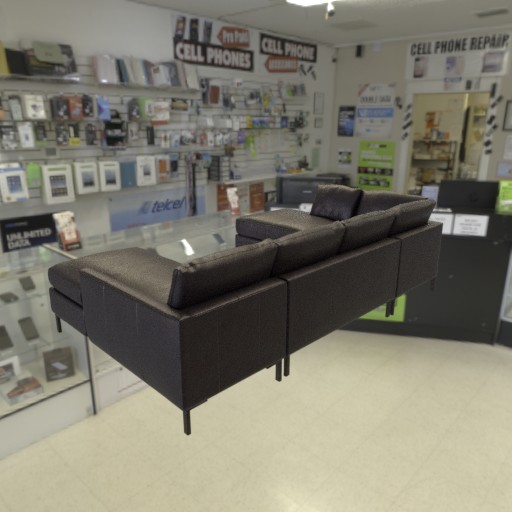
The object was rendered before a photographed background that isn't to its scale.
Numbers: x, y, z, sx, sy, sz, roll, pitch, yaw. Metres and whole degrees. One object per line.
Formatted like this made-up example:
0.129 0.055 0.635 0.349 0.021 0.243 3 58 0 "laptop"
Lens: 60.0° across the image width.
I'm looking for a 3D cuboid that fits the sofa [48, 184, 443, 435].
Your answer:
0.000 0.000 3.740 2.956 0.900 1.939 -16 23 -42 "sofa"
